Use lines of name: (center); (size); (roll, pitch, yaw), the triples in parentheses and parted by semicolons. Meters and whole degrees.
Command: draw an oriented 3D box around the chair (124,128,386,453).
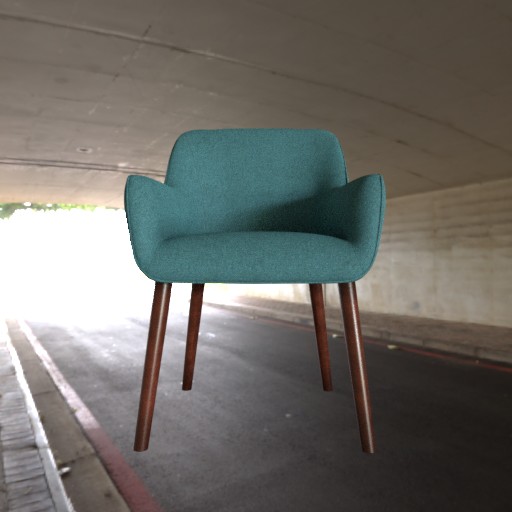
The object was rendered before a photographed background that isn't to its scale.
chair: (0.000, 0.000, 1.148); (0.543, 0.803, 0.519); (0, -1, 1)
